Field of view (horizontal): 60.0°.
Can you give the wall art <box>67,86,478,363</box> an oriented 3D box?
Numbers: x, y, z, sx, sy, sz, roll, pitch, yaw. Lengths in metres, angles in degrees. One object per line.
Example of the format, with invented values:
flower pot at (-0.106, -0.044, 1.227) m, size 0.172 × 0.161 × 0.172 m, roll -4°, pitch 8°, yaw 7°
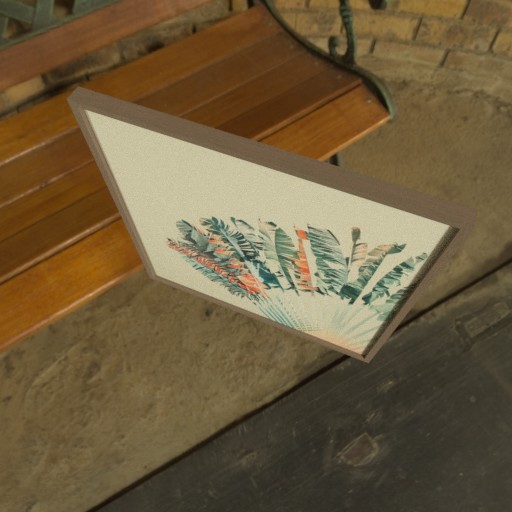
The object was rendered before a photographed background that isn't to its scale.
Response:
wall art at (0.000, 0.000, 1.108) m, size 0.761 × 0.758 × 0.038 m, roll 20°, pitch 62°, yaw 11°
